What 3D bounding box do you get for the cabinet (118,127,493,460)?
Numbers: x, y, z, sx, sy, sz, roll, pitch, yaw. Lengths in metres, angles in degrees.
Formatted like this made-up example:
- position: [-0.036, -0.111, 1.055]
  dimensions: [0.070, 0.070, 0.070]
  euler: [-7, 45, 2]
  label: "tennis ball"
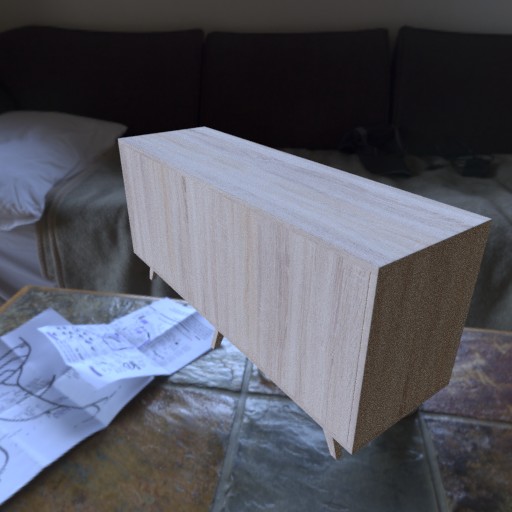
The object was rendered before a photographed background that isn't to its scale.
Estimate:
- position: [0.000, 0.000, 1.928]
  dimensions: [0.500, 0.780, 1.650]
  euler: [-19, 33, -32]
  label: "cabinet"
